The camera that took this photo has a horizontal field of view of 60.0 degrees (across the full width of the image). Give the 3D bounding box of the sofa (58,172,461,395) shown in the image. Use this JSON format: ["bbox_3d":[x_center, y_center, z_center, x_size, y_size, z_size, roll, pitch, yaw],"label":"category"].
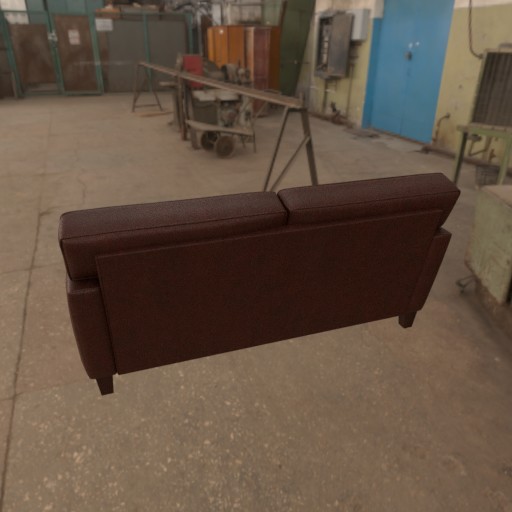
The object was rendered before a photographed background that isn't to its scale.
[{"bbox_3d":[0.000,0.000,2.394,1.876,0.928,0.912,-8,27,-17],"label":"sofa"}]
